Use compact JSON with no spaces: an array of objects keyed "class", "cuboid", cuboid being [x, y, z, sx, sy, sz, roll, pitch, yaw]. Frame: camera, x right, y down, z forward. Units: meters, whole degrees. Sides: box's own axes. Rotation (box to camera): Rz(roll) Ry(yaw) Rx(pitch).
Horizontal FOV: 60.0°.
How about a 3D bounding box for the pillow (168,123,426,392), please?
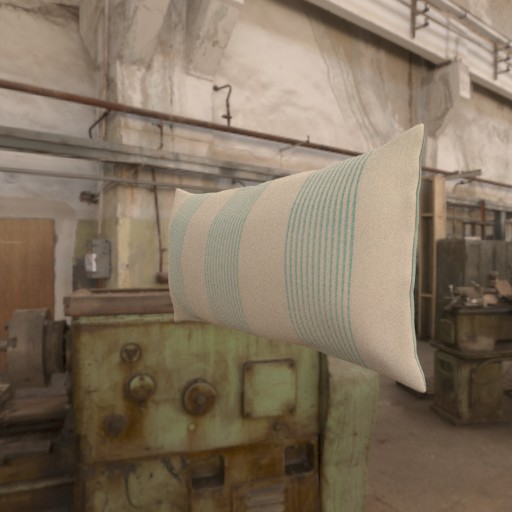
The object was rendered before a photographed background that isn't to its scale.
[{"class":"pillow","cuboid":[0.000,0.000,0.704,0.151,0.287,0.610,0,1,-35]}]
